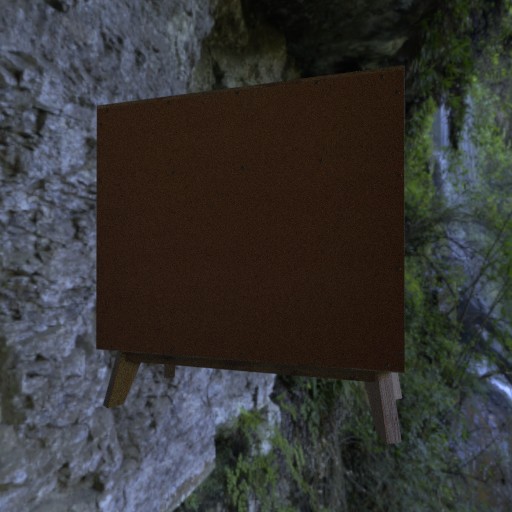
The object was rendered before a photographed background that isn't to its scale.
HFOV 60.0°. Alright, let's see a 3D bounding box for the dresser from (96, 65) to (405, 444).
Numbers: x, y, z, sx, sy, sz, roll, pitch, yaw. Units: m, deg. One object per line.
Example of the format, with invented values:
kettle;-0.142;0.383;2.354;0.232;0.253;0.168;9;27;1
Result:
dresser;0.000;0.000;1.570;0.998;1.029;0.455;0;0;18
